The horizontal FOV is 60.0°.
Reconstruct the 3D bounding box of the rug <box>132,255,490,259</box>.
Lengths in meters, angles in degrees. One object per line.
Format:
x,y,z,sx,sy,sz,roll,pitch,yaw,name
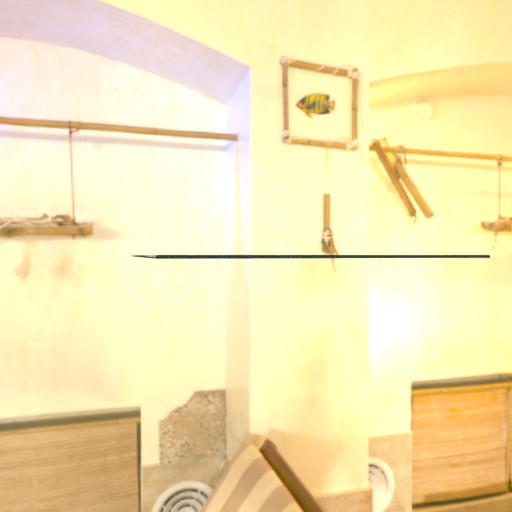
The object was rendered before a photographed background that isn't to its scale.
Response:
0.000,0.000,2.982,1.530,0.015,2.449,0,0,-18,rug
